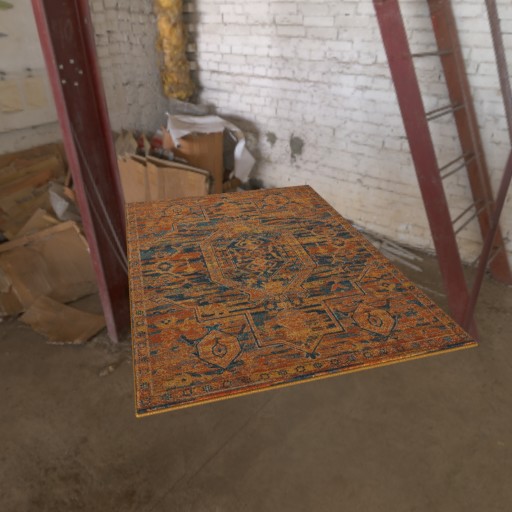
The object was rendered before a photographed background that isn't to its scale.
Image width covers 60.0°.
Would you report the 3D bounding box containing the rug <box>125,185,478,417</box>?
[{"bbox_3d":[0.000,0.000,2.844,1.588,0.024,2.204,-8,31,-13],"label":"rug"}]
